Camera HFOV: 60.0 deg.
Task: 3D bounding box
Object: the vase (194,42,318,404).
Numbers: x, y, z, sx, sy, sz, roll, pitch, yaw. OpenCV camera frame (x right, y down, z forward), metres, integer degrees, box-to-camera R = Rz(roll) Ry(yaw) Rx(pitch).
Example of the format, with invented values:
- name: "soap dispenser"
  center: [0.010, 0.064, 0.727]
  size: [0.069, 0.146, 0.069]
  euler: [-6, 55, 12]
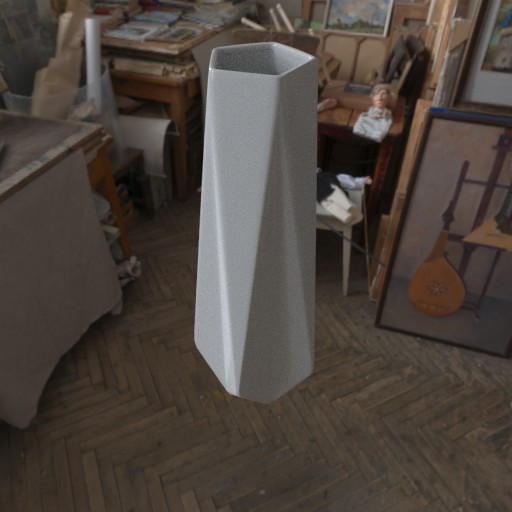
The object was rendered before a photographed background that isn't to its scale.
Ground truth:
- name: "vase"
  center: [0.000, 0.000, 0.382]
  size: [0.122, 0.329, 0.116]
  euler: [-13, 42, -14]
